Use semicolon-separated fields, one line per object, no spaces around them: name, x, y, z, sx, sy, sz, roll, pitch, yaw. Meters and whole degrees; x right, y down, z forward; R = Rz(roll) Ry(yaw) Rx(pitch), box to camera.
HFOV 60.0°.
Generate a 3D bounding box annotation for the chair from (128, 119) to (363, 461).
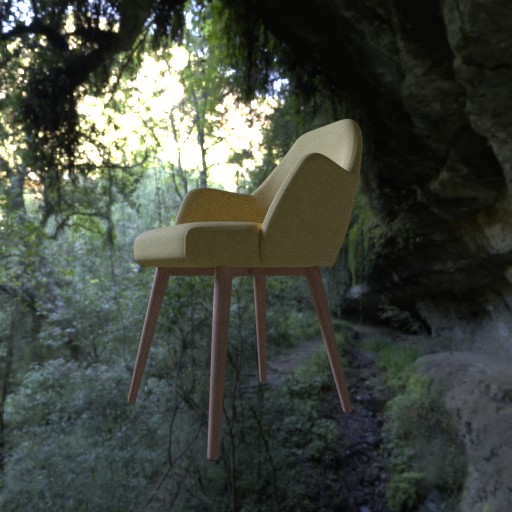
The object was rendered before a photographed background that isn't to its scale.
chair;0.000;0.000;1.244;0.610;0.840;0.590;1;-2;-36
